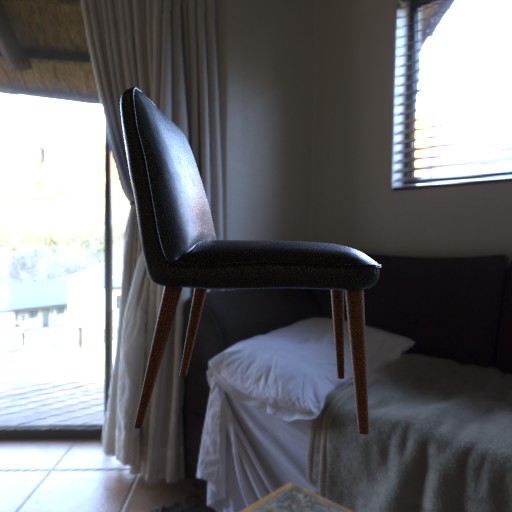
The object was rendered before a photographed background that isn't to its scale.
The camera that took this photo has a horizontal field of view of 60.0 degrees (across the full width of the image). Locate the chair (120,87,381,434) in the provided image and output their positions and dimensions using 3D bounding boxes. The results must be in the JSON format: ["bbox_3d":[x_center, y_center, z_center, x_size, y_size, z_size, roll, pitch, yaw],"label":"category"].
[{"bbox_3d":[0.000,0.000,1.240,0.645,0.801,0.543,0,0,-1],"label":"chair"}]
